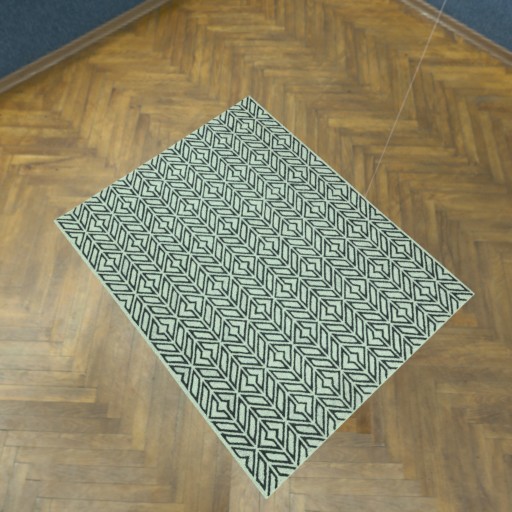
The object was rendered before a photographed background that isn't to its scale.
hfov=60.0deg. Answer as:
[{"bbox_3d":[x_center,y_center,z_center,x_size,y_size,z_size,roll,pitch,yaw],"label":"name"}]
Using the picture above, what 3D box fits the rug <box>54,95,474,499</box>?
[{"bbox_3d":[0.000,0.000,4.026,2.421,0.008,3.045,-38,70,-16],"label":"rug"}]
